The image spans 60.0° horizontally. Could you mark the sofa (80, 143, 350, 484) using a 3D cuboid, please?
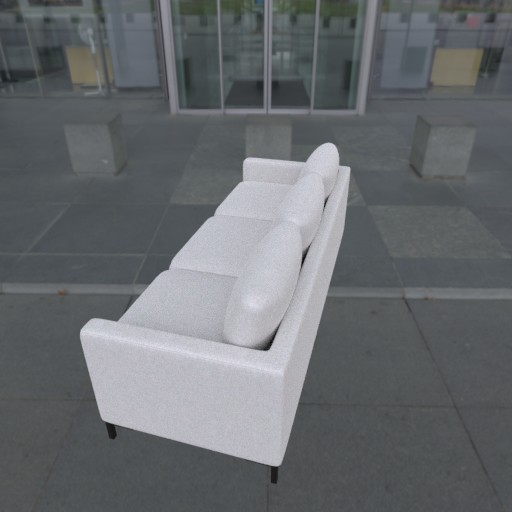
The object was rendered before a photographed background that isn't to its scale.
[{"bbox_3d":[0.000,0.000,2.655,0.859,0.874,2.218,8,32,14],"label":"sofa"}]
